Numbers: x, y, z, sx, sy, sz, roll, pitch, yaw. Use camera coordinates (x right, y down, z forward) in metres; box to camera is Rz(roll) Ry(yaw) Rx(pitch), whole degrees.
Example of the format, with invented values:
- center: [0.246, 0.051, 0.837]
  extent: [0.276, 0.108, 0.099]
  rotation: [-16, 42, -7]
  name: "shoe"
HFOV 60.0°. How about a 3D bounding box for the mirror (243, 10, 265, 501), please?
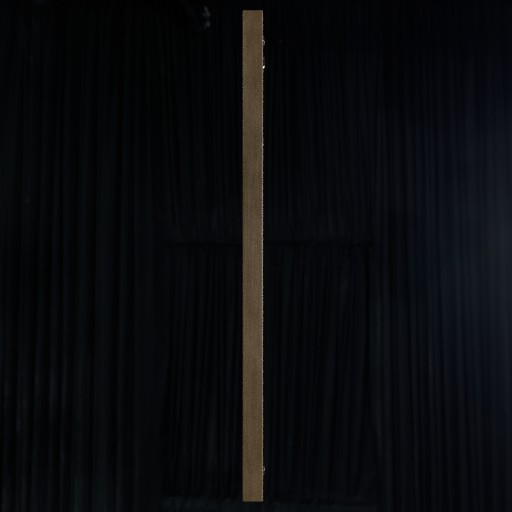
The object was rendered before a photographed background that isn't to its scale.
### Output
- center: [0.000, 0.000, 1.130]
  extent: [0.041, 0.915, 0.609]
  rotation: [0, 0, 1]
  name: "mirror"
